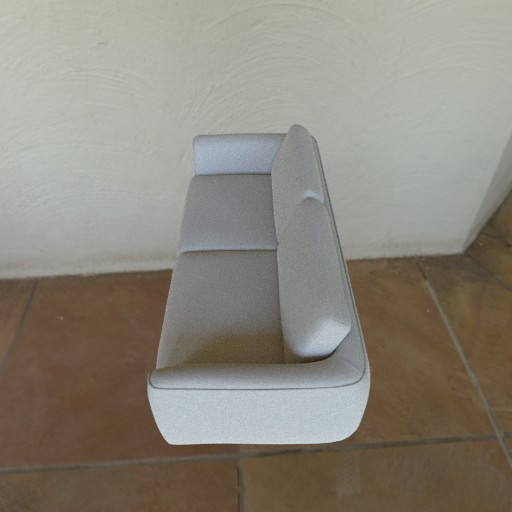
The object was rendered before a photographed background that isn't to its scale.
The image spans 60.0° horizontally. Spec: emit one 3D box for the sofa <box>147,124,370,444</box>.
[{"bbox_3d":[0.000,0.000,2.483,0.920,0.850,2.000,0,43,-1],"label":"sofa"}]
